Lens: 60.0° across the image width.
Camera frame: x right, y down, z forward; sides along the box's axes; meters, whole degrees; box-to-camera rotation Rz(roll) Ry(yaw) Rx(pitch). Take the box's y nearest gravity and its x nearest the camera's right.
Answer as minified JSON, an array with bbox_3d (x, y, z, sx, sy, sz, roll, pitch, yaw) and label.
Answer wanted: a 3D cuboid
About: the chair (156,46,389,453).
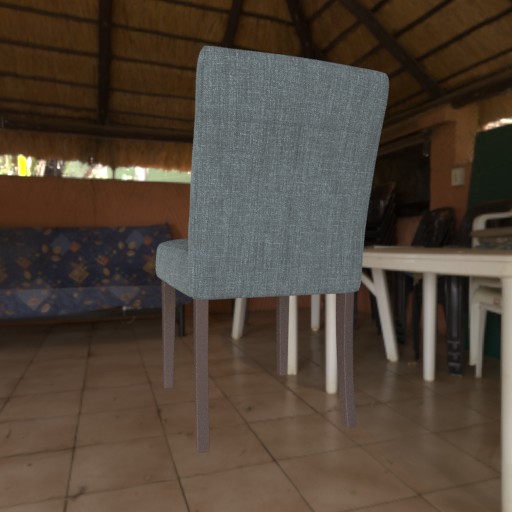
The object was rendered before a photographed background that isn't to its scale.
[{"bbox_3d":[0.000,0.000,1.242,0.487,0.884,0.629,-1,2,-20],"label":"chair"}]
